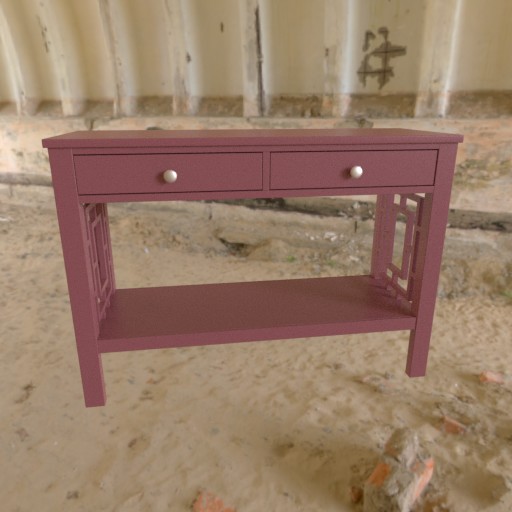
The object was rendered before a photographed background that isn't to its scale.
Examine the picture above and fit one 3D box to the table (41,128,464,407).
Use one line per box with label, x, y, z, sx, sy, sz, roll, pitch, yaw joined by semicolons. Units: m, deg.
table;0.000;0.000;1.403;1.068;0.753;0.397;-3;19;-8
